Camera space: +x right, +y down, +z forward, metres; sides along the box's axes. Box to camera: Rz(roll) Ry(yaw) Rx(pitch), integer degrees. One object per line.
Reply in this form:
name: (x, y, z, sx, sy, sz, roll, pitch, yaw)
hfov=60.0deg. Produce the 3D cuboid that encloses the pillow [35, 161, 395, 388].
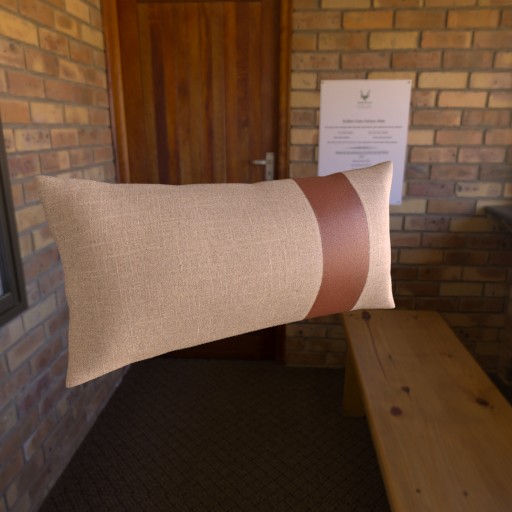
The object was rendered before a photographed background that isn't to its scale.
pillow: (0.000, 0.000, 0.720, 0.612, 0.282, 0.155, -8, 18, -27)
